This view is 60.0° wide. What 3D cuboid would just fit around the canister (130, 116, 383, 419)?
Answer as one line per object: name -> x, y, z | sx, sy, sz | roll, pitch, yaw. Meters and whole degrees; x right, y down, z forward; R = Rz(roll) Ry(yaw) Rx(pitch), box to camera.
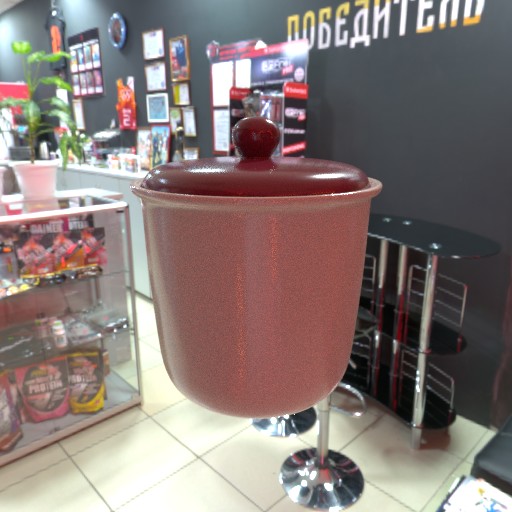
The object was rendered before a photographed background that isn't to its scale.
canister -> 0.000, 0.000, 0.346 | 0.182, 0.208, 0.182 | 0, 16, 0
